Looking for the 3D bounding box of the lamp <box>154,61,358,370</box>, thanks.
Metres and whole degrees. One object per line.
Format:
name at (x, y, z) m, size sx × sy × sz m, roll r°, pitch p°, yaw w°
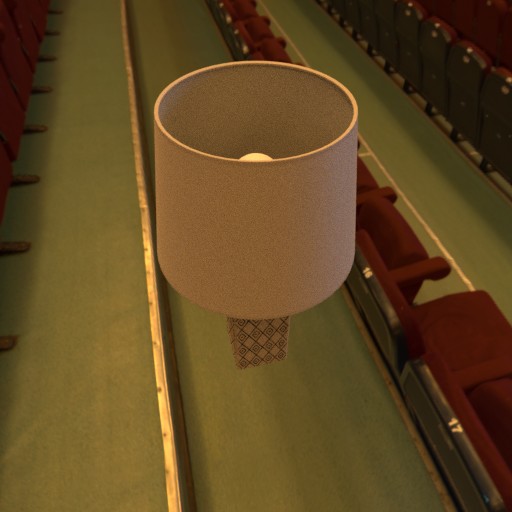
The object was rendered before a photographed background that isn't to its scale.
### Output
lamp at (0.000, 0.000, 0.593) m, size 0.251 × 0.435 × 0.251 m, roll 0°, pitch 47°, yaw 0°
